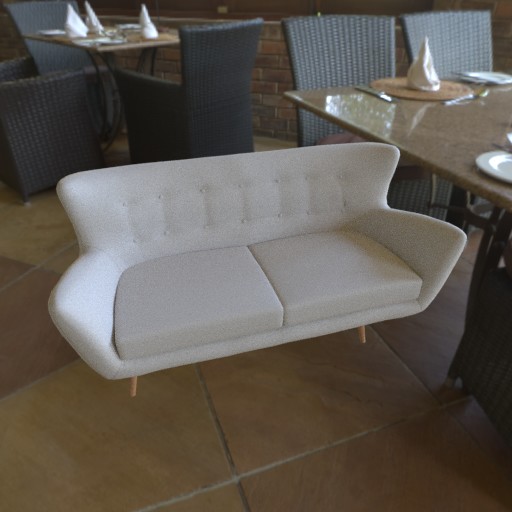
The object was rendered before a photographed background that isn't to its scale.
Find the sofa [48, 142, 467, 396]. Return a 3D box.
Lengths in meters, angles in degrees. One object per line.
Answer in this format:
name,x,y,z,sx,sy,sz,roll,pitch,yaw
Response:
sofa,0.000,0.000,2.347,1.930,0.890,0.899,-9,33,-15
